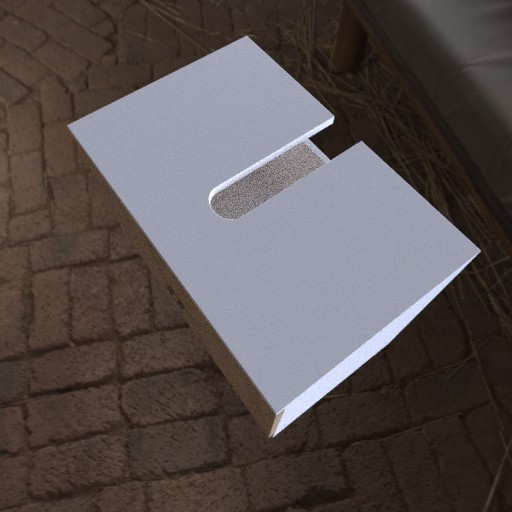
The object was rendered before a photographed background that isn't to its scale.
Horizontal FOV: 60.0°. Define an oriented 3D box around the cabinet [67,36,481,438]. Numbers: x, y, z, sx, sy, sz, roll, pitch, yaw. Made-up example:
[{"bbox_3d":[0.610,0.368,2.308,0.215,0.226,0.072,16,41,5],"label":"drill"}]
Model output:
[{"bbox_3d":[0.000,0.000,0.956,0.400,0.522,0.600,-34,68,-15],"label":"cabinet"}]
